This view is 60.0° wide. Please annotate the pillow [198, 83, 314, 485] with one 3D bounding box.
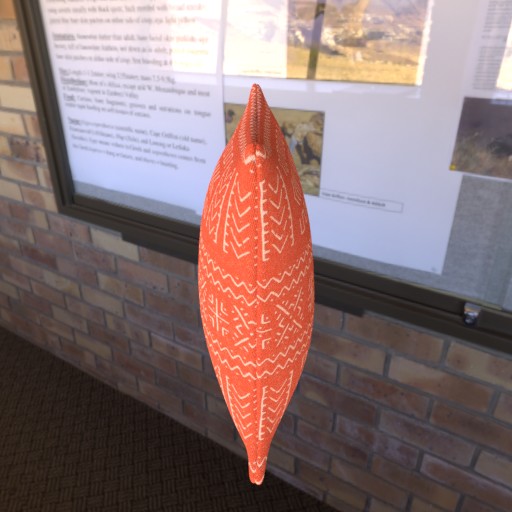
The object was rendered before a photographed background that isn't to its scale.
[{"bbox_3d":[0.000,0.000,0.646,0.164,0.429,0.438,0,27,0],"label":"pillow"}]
